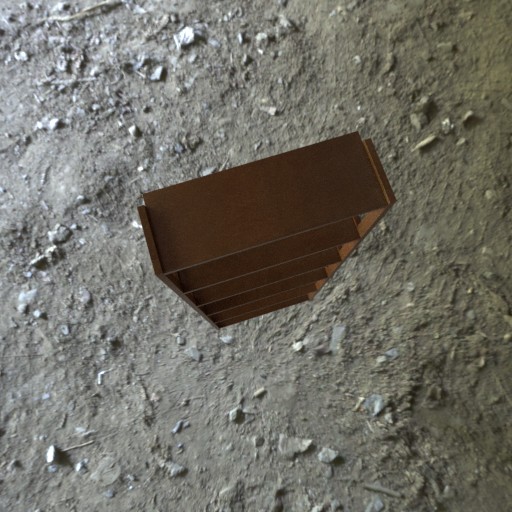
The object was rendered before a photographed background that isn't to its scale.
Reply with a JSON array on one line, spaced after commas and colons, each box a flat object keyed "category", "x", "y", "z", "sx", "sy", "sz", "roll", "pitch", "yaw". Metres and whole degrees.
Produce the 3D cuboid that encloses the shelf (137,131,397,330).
[{"category": "shelf", "x": 0.000, "y": 0.000, "z": 2.100, "sx": 0.660, "sy": 1.892, "sz": 0.382, "roll": -17, "pitch": 77, "yaw": -4}]
